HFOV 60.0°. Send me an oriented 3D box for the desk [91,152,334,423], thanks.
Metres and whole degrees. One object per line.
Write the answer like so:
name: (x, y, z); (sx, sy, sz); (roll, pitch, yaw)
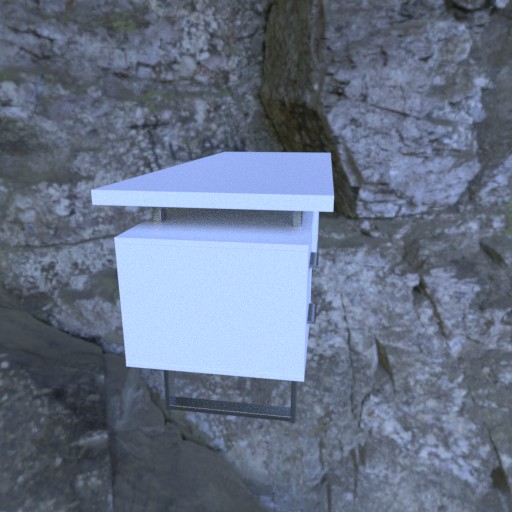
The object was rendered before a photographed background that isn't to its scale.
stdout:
desk: (0.000, 0.000, 1.903); (0.603, 0.773, 1.530); (3, 17, 8)
